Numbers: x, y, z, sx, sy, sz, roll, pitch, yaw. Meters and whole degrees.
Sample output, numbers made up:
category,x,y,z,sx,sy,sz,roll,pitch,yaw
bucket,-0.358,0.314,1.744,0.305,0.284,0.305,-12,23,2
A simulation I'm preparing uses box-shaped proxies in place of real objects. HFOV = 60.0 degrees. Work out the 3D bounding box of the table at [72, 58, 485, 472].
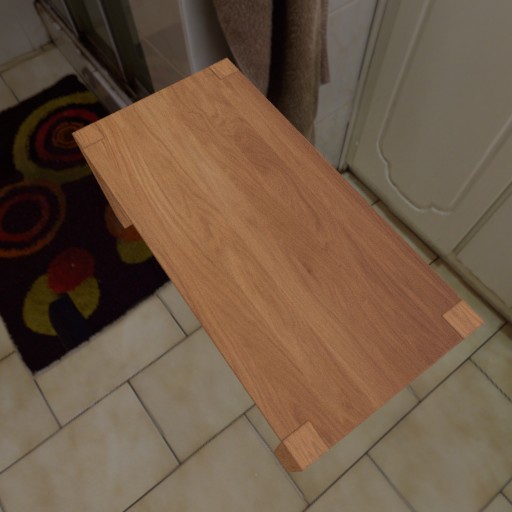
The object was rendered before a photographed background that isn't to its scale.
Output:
category,x,y,z,sx,sy,sz,roll,pitch,yaw
table,0.000,0.000,2.267,0.900,0.760,1.800,-33,68,-15
